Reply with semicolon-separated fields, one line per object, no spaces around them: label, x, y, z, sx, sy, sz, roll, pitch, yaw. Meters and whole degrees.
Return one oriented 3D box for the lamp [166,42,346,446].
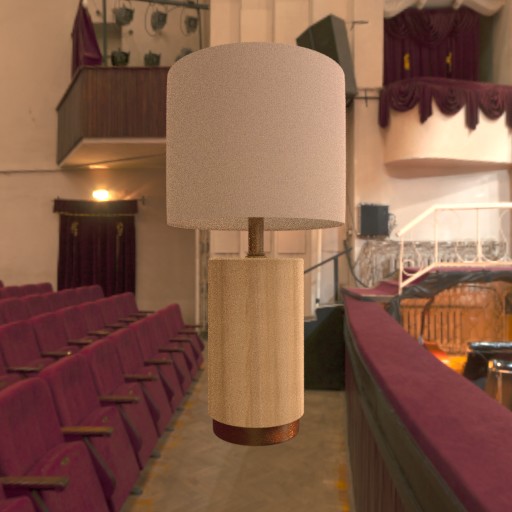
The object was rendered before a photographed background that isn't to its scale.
lamp;0.000;0.000;0.573;0.228;0.444;0.228;0;0;1
